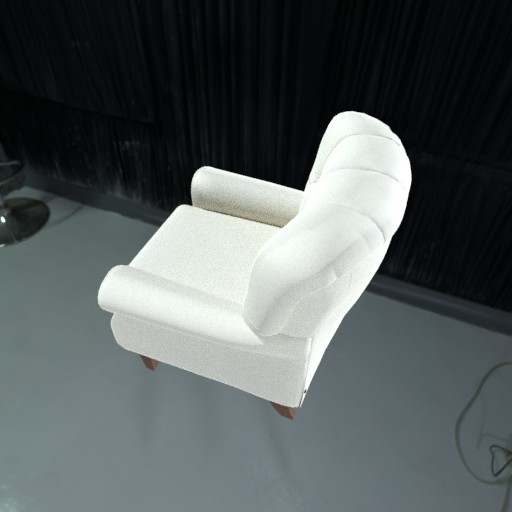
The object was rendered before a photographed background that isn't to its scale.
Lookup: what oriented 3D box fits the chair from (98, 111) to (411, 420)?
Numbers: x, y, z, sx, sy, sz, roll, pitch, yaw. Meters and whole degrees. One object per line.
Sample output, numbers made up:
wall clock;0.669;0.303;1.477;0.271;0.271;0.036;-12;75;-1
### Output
chair;0.000;0.000;2.021;1.132;1.169;1.035;15;46;15
